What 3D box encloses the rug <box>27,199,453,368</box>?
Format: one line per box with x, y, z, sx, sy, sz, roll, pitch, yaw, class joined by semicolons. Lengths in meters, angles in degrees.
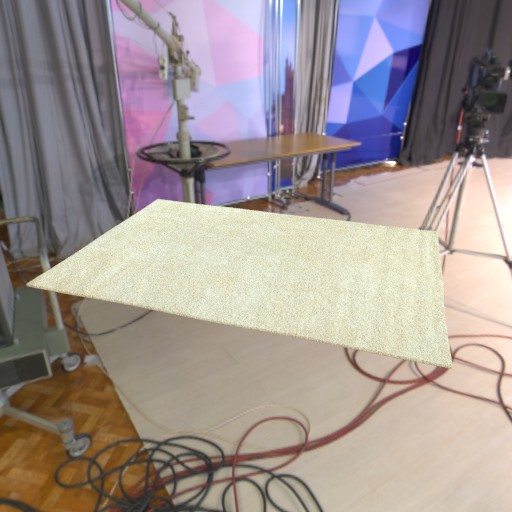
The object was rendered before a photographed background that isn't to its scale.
0.000;0.000;3.410;2.699;0.025;1.800;8;28;16;rug
